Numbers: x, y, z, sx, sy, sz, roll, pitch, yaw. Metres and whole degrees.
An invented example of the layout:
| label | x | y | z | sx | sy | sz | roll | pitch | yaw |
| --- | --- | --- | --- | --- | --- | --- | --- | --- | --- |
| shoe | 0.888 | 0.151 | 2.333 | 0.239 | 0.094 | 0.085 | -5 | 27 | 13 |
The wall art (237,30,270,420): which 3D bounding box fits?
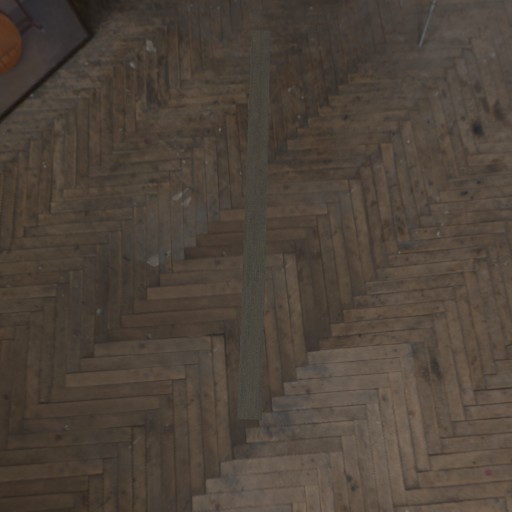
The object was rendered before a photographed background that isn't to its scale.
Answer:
| label | x | y | z | sx | sy | sz | roll | pitch | yaw |
| --- | --- | --- | --- | --- | --- | --- | --- | --- | --- |
| wall art | 0.000 | 0.000 | 1.179 | 0.039 | 0.758 | 0.758 | 2 | 74 | 0 |
